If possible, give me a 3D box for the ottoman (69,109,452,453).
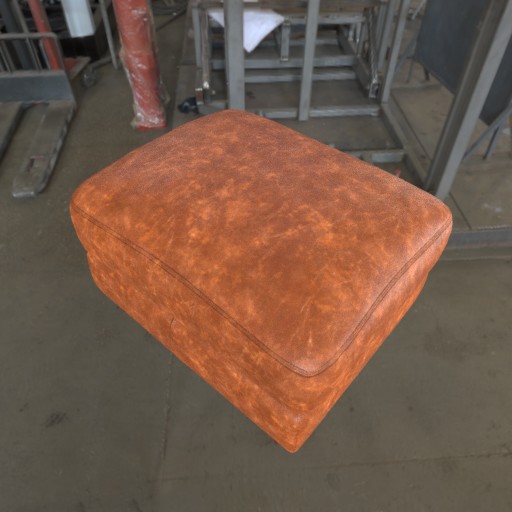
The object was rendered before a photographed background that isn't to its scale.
[{"bbox_3d":[0.000,0.000,1.247,0.832,0.562,0.657,32,54,27],"label":"ottoman"}]
